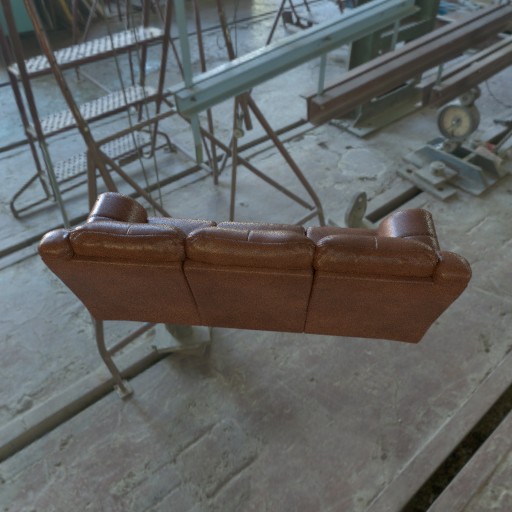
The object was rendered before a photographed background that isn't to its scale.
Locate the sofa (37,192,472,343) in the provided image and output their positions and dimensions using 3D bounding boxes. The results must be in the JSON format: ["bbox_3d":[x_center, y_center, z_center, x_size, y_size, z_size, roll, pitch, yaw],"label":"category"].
[{"bbox_3d":[0.000,0.000,2.863,2.337,1.043,0.991,4,45,4],"label":"sofa"}]
